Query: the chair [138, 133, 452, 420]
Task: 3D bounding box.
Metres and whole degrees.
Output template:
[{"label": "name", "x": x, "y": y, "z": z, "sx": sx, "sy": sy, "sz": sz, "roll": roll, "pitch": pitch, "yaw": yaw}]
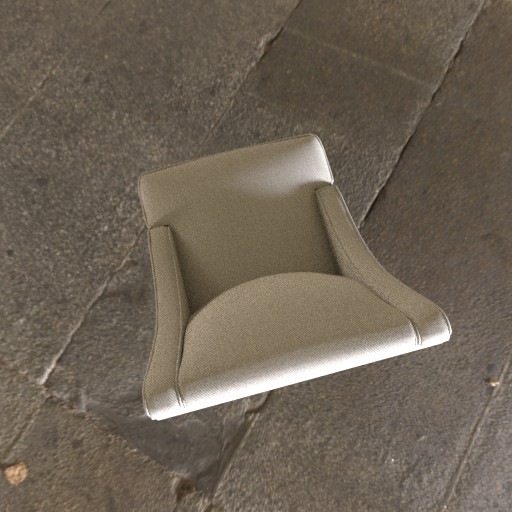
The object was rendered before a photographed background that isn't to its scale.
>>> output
[{"label": "chair", "x": 0.000, "y": 0.000, "z": 1.356, "sx": 0.628, "sy": 0.872, "sz": 0.748, "roll": -14, "pitch": 76, "yaw": -4}]
